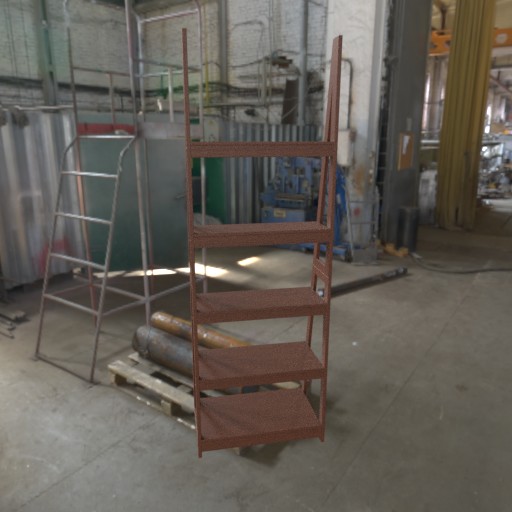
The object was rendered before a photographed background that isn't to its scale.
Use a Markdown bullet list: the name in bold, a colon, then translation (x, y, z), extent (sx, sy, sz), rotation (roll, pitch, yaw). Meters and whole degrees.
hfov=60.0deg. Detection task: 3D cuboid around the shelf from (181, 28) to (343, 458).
- **shelf**: translation (0.000, 0.000, 1.997), extent (0.600, 1.770, 0.350), rotation (-3, 15, -10)
